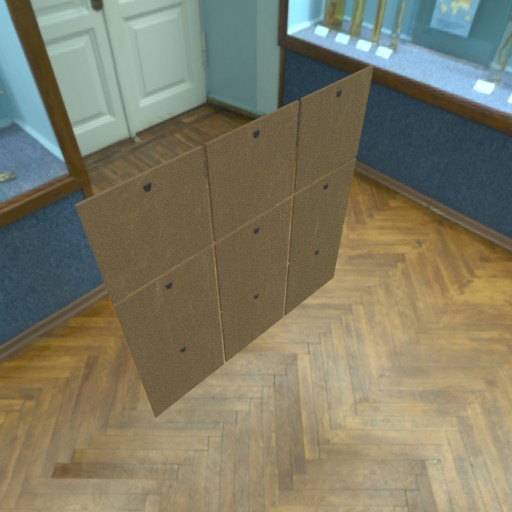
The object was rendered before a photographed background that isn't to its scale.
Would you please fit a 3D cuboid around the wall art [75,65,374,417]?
[{"bbox_3d":[0.000,0.000,2.288,1.526,1.522,0.023,-34,55,-28],"label":"wall art"}]
